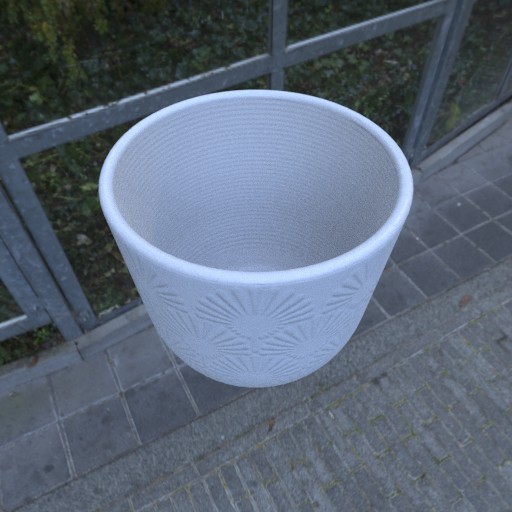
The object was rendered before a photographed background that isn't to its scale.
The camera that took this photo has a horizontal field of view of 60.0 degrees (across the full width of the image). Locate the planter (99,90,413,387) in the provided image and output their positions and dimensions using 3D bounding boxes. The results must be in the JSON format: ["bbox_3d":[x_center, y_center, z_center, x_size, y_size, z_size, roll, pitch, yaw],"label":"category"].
[{"bbox_3d":[0.000,0.000,0.299,0.170,0.152,0.170,0,48,0],"label":"planter"}]
